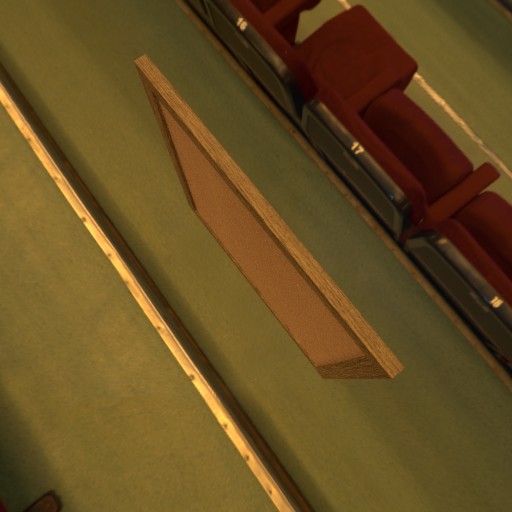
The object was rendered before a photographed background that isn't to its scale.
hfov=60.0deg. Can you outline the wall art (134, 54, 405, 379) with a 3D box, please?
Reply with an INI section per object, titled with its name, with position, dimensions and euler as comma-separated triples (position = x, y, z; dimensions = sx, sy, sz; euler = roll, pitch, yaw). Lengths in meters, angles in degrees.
[wall art]
position = 0.000, 0.000, 0.777
dimensions = 0.019, 0.508, 0.508
euler = -36, 78, -9
